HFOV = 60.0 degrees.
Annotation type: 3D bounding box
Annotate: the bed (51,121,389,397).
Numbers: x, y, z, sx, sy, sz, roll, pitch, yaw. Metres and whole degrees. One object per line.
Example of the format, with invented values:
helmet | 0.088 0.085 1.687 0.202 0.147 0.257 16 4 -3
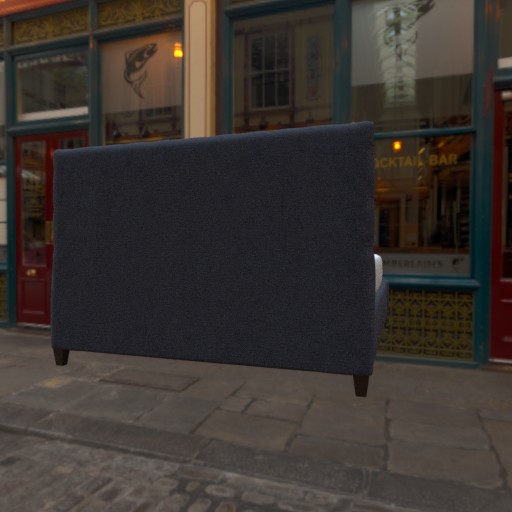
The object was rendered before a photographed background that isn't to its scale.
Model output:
bed | 0.000 0.000 3.700 2.078 1.427 2.387 0 1 19
